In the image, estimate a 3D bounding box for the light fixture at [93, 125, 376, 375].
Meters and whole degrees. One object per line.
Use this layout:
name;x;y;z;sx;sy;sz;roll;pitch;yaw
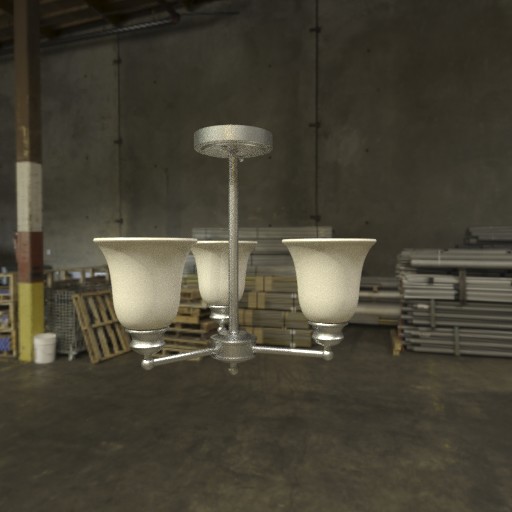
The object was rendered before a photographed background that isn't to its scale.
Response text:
light fixture;0.000;0.000;0.675;0.354;0.370;0.388;0;1;19
